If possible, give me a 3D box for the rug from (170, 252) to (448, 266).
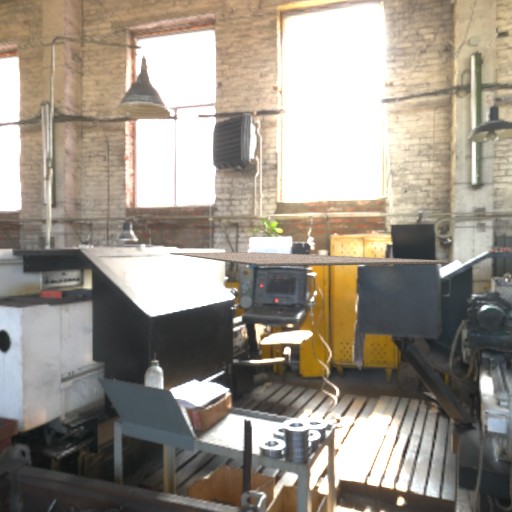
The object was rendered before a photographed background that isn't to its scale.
[{"bbox_3d":[0.000,0.000,2.742,0.769,0.012,2.448,0,1,-18],"label":"rug"}]
